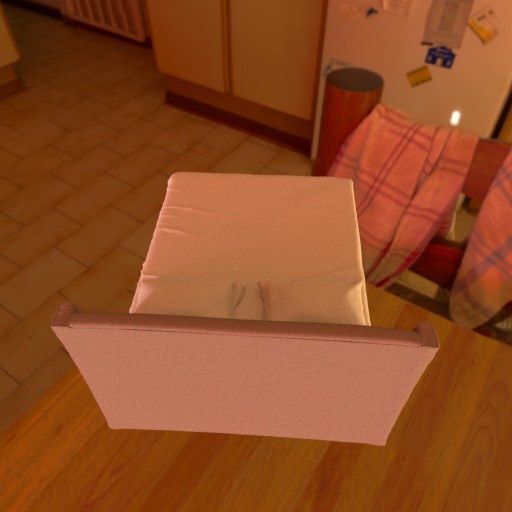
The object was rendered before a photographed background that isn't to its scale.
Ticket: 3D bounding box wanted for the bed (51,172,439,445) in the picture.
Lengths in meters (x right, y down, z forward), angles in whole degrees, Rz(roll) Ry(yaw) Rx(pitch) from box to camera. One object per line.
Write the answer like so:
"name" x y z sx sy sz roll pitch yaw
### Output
"bed" 0.000 0.000 3.372 1.925 1.332 2.276 3 47 3
